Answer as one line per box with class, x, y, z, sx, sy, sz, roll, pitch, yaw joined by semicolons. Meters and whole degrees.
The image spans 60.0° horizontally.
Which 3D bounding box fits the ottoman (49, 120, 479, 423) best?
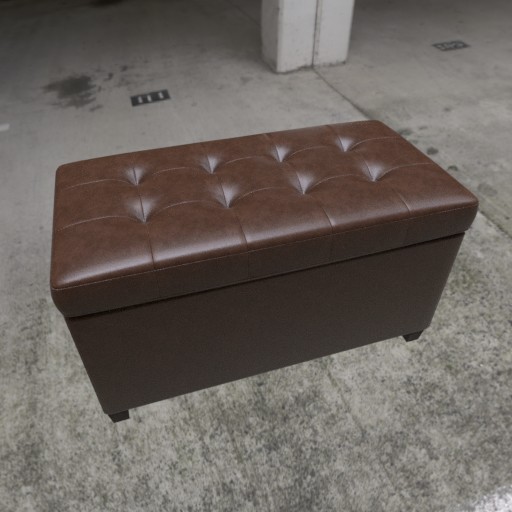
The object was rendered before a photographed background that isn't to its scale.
ottoman;0.000;0.000;1.091;0.838;0.470;0.432;-12;42;-13
